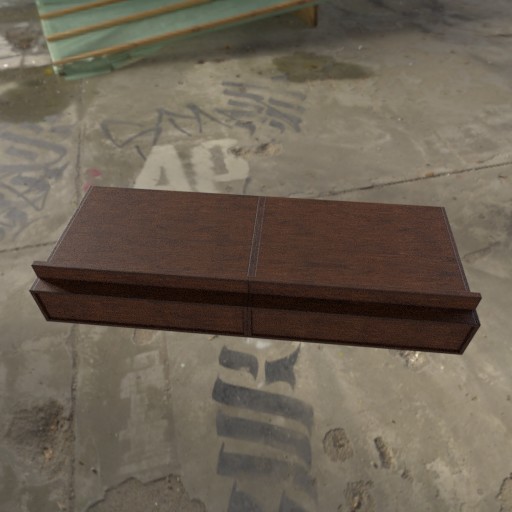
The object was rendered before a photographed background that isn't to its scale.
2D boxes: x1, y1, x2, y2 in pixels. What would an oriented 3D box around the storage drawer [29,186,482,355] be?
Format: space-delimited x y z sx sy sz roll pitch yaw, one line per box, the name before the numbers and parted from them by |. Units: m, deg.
storage drawer | 0.000 0.000 2.199 1.914 0.339 0.774 4 46 4
